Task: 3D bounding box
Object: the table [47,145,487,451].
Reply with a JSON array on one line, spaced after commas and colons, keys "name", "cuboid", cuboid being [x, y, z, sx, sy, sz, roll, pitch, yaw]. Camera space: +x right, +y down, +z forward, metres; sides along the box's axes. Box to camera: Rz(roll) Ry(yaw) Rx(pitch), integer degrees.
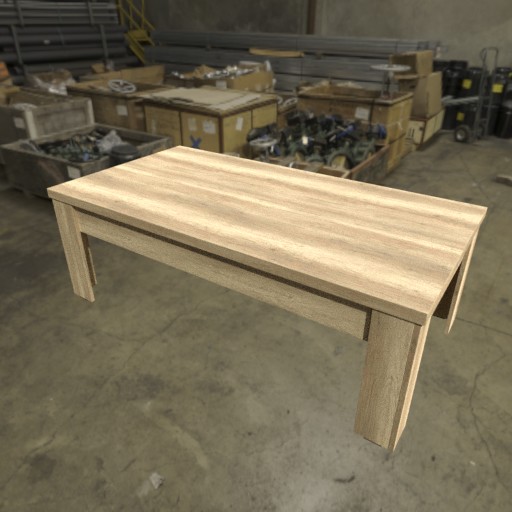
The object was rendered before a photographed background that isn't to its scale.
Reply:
[{"name": "table", "cuboid": [0.000, 0.000, 1.634, 1.350, 0.460, 0.700, 18, 34, 29]}]
